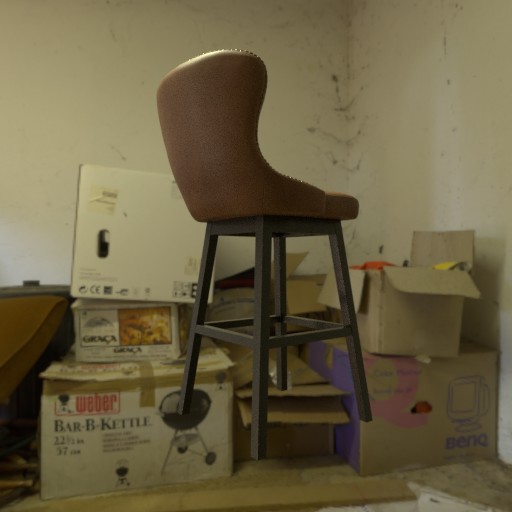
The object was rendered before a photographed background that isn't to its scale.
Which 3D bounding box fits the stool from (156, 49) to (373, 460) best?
[{"bbox_3d":[0.000,0.000,1.410,0.601,1.050,0.528,0,0,-37],"label":"stool"}]
